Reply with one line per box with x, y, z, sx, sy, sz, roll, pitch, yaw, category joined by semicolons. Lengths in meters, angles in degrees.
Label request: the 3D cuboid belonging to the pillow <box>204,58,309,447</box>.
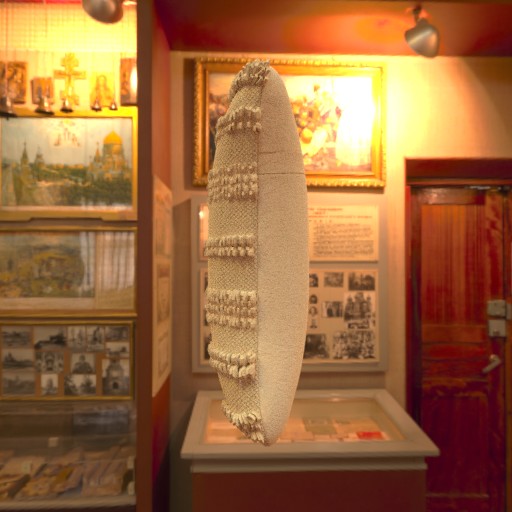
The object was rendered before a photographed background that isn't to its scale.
0.000;0.000;0.676;0.145;0.427;0.437;0;-1;0;pillow
